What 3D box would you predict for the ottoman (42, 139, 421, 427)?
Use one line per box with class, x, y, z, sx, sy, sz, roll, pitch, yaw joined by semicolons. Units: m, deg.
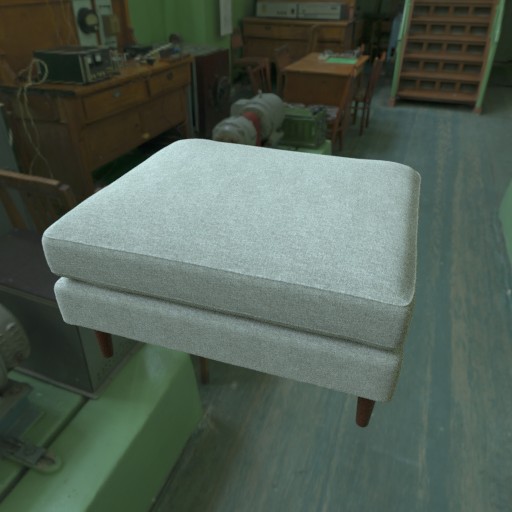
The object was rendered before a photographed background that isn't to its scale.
ottoman;0.000;0.000;1.248;0.821;0.474;0.693;10;34;15
